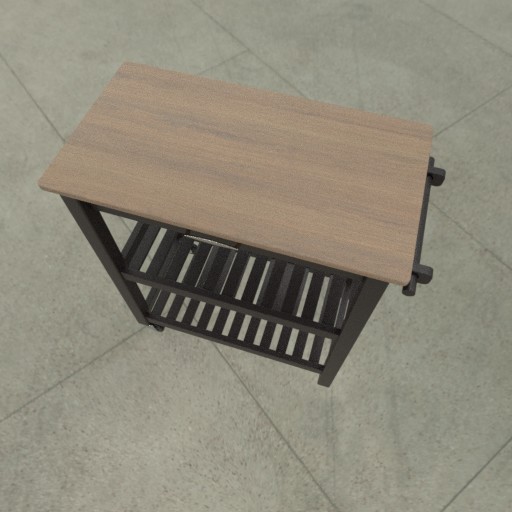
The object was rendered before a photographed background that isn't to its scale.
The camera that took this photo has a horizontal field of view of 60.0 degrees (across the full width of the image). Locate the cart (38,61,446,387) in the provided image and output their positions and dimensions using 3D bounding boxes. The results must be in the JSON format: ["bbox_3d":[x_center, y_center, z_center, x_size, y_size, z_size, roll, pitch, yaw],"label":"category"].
[{"bbox_3d":[0.000,0.000,1.440,0.899,0.927,0.457,15,61,9],"label":"cart"}]
